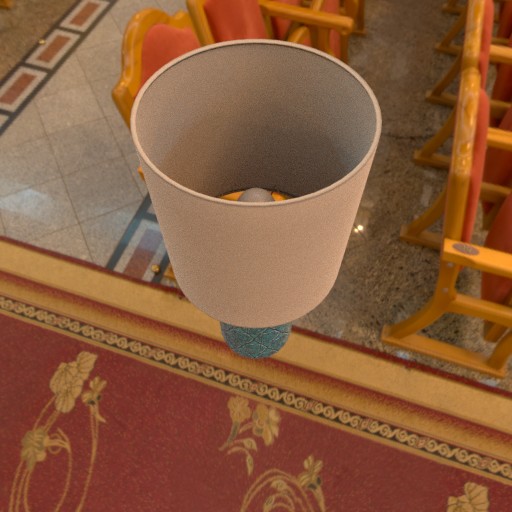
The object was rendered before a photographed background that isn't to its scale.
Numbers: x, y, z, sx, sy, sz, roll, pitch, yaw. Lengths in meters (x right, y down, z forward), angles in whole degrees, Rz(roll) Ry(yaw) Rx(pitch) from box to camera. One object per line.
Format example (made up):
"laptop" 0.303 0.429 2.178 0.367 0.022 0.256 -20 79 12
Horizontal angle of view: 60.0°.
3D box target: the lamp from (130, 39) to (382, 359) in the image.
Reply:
"lamp" 0.000 0.000 0.745 0.278 0.597 0.278 16 58 10
